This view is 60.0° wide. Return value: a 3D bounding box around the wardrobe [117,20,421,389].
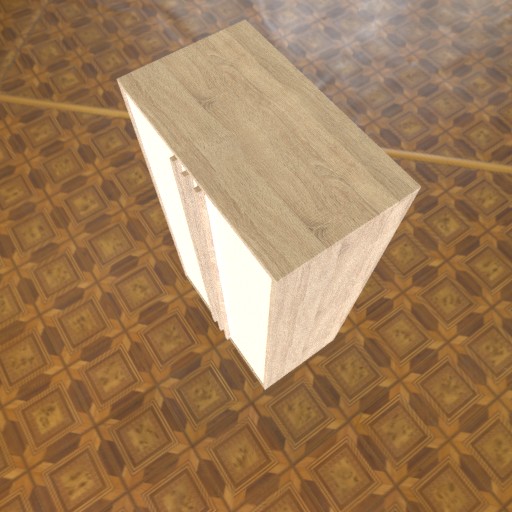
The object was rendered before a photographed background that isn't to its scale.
[{"bbox_3d":[0.000,0.000,2.411,0.600,1.960,1.000,-32,68,-15],"label":"wardrobe"}]
